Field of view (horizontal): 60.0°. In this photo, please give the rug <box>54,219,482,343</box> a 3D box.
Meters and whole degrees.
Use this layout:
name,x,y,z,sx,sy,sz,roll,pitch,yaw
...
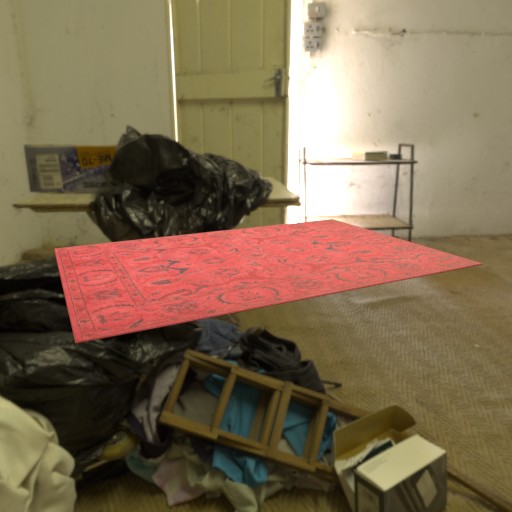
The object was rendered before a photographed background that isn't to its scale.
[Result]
name,x,y,z,sx,sy,sz,roll,pitch,yaw
rug,0.000,0.000,2.241,1.814,0.008,1.209,-8,18,-25
